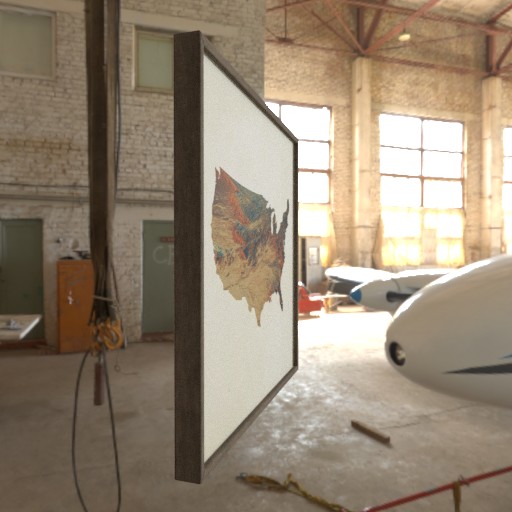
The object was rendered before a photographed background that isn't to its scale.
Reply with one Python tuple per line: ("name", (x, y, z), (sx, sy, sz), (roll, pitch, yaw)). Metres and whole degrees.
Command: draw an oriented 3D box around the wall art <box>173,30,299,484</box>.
("wall art", (0.000, 0.000, 1.094), (0.050, 0.751, 0.749), (0, 1, 18))
